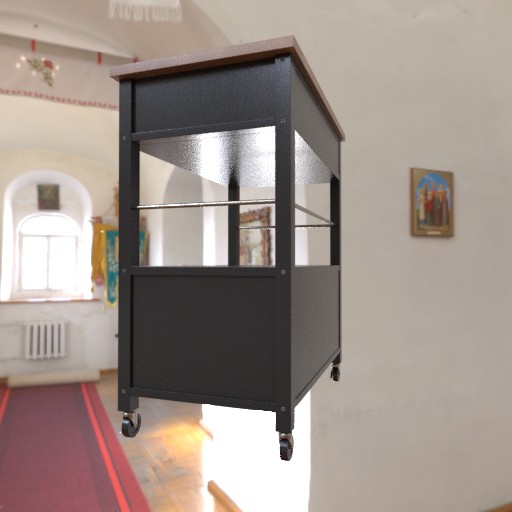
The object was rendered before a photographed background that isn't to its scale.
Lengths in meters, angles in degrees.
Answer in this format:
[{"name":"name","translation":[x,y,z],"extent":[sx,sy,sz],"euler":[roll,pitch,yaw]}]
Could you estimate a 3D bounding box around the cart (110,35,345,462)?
[{"name":"cart","translation":[0.000,0.000,1.382],"extent":[0.459,0.901,0.840],"euler":[0,-1,19]}]
